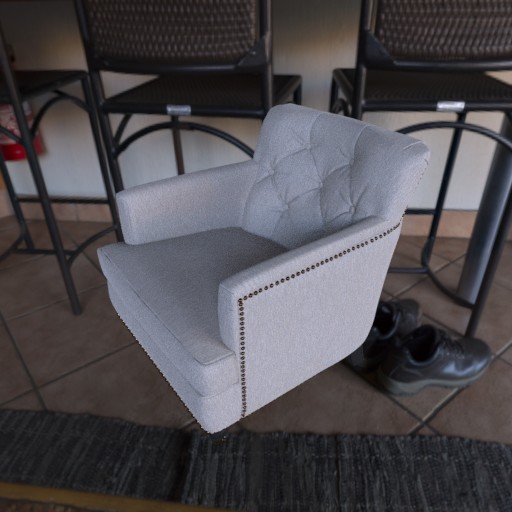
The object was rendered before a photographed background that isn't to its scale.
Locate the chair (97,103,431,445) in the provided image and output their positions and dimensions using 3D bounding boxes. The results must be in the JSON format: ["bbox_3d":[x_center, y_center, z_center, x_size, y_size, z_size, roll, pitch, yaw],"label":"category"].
[{"bbox_3d":[0.000,0.000,1.533,0.902,0.823,0.737,-21,37,-30],"label":"chair"}]
